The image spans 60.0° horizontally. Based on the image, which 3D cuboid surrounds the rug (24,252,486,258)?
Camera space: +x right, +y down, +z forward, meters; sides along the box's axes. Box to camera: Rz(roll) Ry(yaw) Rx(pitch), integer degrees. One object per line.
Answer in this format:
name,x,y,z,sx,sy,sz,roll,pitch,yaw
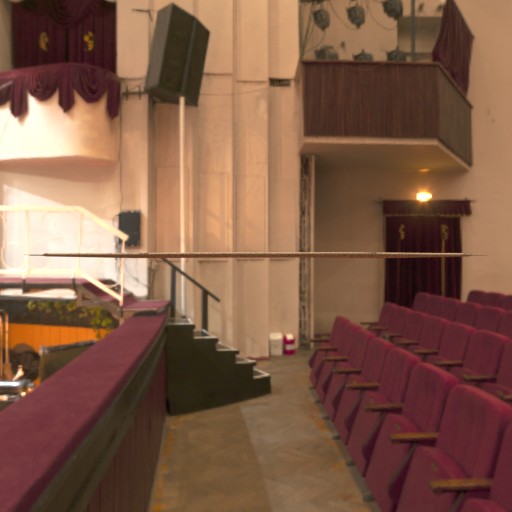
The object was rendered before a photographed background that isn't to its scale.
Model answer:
rug,0.000,0.000,3.934,3.027,0.028,2.125,0,-1,-1
